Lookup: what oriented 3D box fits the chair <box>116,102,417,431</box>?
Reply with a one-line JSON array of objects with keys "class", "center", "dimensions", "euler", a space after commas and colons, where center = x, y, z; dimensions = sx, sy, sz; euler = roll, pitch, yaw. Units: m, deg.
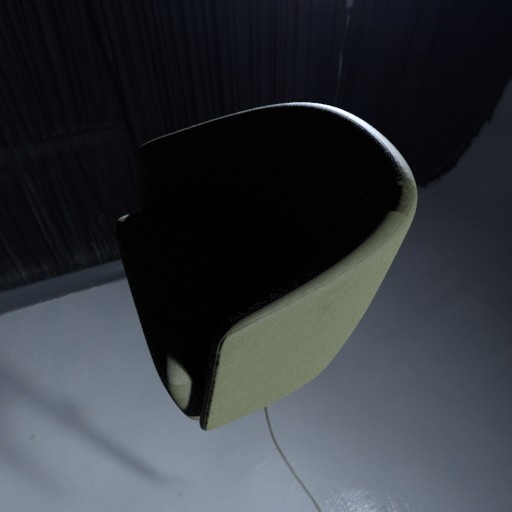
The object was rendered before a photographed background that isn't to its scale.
[{"class": "chair", "center": [0.000, 0.000, 1.360], "dimensions": [0.767, 0.698, 0.773], "euler": [-17, 48, -16]}]
